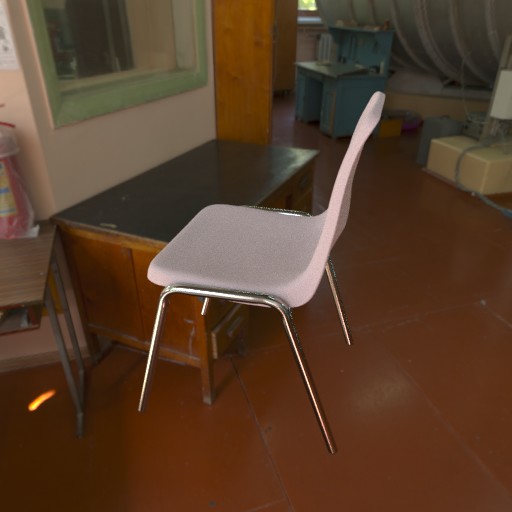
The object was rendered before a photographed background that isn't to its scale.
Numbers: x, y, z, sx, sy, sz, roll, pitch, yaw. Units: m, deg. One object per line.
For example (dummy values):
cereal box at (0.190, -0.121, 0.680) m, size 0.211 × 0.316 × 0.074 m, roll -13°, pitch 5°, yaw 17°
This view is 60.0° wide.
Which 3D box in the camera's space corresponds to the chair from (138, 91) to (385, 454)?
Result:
chair at (0.000, 0.000, 0.918) m, size 0.436 × 0.653 × 0.381 m, roll 8°, pitch 31°, yaw 14°
